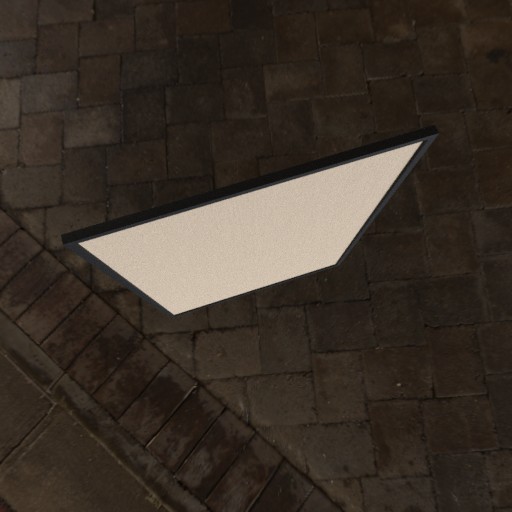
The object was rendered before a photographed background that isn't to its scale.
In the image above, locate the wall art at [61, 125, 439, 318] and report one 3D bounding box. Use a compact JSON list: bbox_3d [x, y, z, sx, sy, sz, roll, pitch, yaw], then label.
[{"bbox_3d":[0.000,0.000,0.832,0.457,0.657,0.013,-17,76,-5],"label":"wall art"}]
